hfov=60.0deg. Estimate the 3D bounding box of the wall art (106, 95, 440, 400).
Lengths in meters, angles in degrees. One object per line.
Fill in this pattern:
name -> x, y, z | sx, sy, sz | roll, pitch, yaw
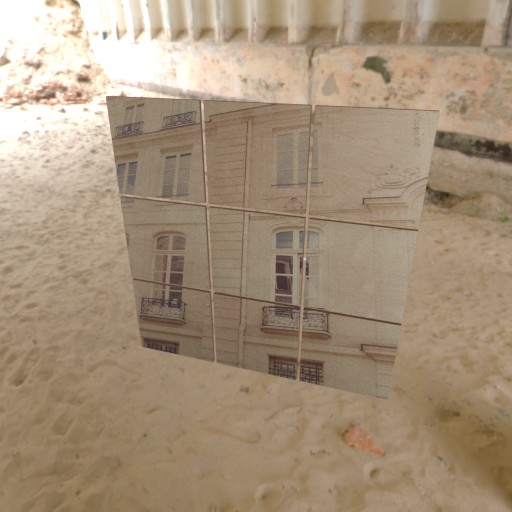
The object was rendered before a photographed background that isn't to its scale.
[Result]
wall art -> 0.000, 0.000, 1.844 | 1.221, 1.218, 0.024 | 8, 28, 16
